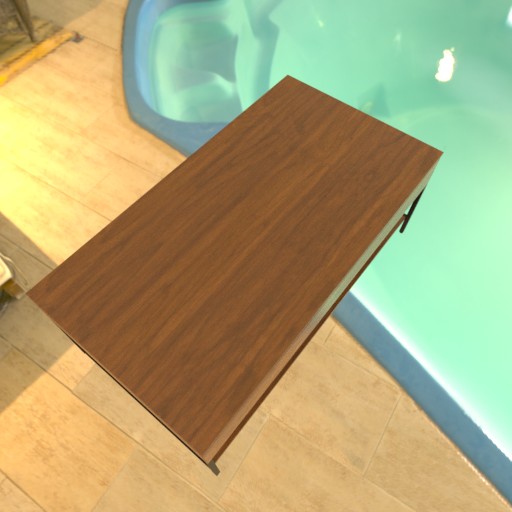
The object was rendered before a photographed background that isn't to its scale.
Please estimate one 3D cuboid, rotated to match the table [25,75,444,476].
[{"bbox_3d":[0.000,0.000,1.363,0.574,0.414,1.057,34,64,19],"label":"table"}]
